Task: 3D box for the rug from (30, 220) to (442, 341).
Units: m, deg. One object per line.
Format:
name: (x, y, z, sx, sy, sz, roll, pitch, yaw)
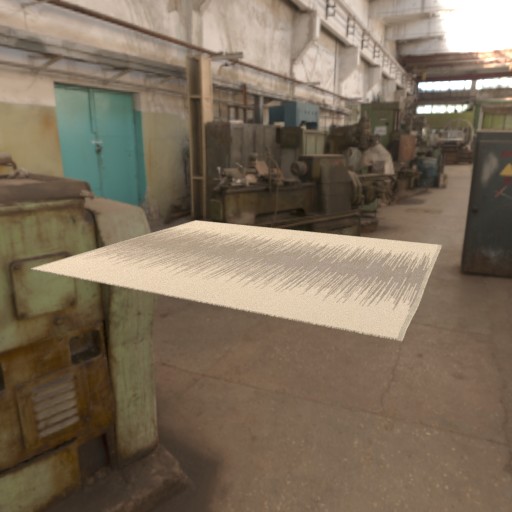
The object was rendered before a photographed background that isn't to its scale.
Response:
rug: (0.000, 0.000, 4.129, 3.037, 0.010, 2.453, 8, 17, 26)
